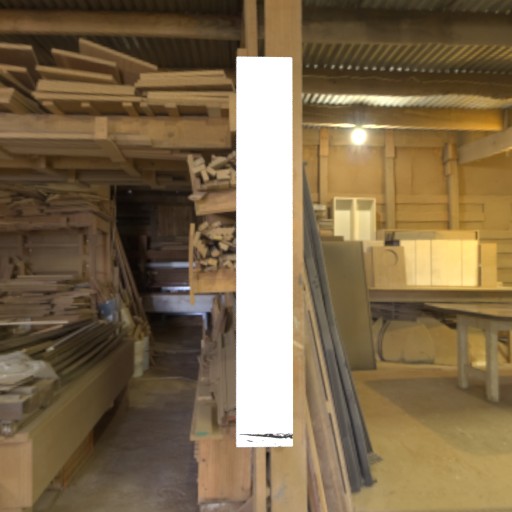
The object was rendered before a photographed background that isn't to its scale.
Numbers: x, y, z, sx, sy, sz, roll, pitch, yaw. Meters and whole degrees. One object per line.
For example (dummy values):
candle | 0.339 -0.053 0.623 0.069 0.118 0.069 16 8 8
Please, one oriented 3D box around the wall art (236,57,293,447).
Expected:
wall art | 0.000 0.000 0.485 0.038 0.259 0.381 0 -1 -2
